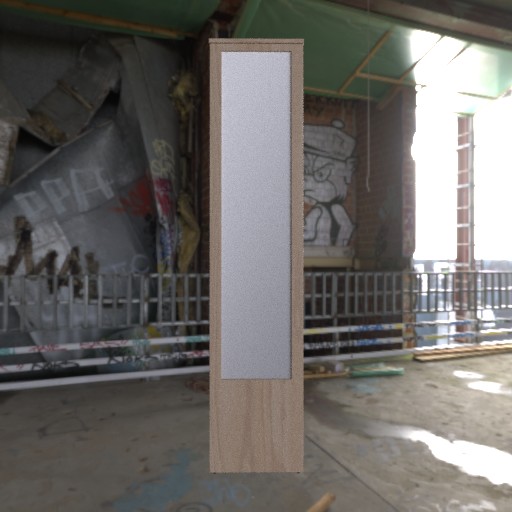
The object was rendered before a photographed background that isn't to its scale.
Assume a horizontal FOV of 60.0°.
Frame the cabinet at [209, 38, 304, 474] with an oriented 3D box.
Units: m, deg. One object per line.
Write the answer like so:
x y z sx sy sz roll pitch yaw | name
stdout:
0.000 0.000 2.078 0.411 1.879 0.338 0 -1 -1 | cabinet
